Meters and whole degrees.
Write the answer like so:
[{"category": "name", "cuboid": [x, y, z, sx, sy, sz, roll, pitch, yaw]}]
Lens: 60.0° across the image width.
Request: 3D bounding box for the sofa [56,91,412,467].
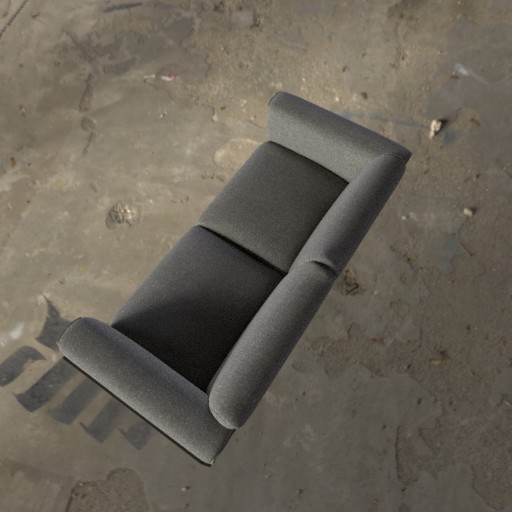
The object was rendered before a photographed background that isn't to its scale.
[{"category": "sofa", "cuboid": [0.000, 0.000, 2.601, 0.985, 0.703, 2.125, 31, 67, 15]}]
